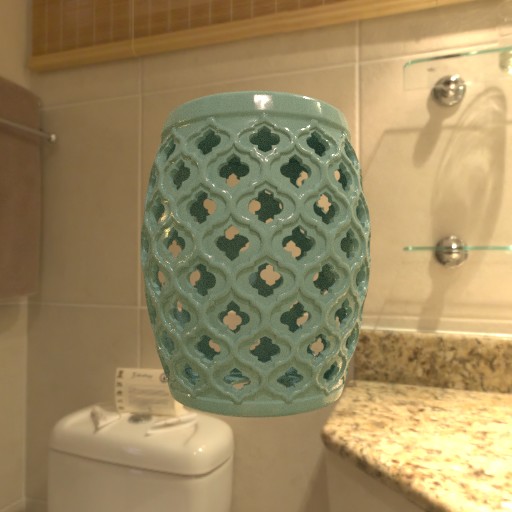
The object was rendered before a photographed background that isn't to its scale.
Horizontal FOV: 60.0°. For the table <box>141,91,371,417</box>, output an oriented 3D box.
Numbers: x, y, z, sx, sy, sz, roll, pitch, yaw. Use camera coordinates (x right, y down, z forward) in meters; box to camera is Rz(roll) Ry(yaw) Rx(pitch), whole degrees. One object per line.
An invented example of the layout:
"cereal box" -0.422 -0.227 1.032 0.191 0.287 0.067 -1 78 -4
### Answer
"table" 0.000 0.000 0.646 0.325 0.388 0.325 0 -1 0
